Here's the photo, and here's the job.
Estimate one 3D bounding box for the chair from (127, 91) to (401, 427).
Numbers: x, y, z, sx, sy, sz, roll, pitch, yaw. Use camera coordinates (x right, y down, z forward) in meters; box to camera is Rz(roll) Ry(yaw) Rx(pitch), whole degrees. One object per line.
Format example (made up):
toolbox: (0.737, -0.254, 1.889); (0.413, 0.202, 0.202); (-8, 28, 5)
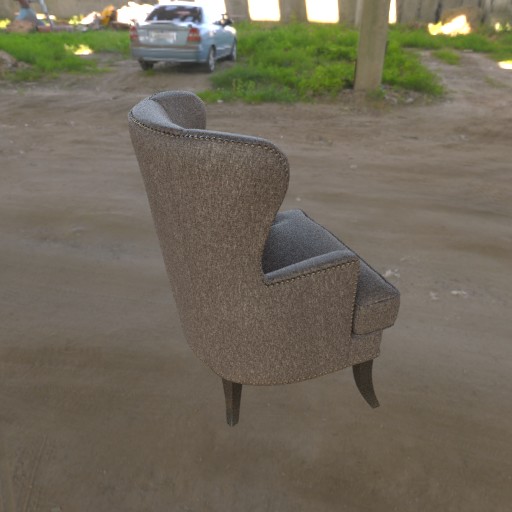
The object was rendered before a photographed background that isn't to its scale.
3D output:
chair: (0.000, 0.000, 1.595); (0.758, 1.060, 0.759); (-12, 32, -19)
